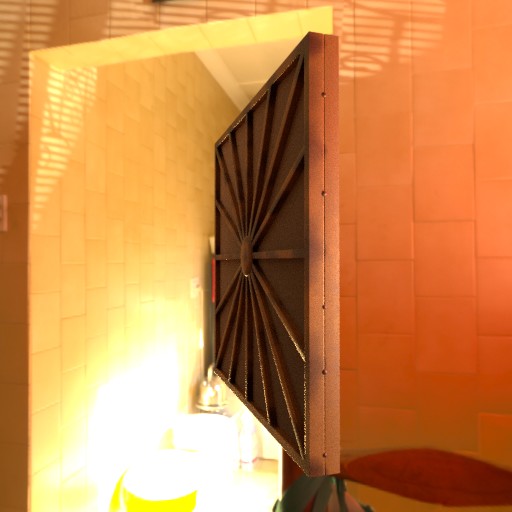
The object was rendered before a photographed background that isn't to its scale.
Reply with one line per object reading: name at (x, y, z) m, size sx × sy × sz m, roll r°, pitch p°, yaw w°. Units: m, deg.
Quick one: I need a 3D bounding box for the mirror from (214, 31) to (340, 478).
mirror at (0.000, 0.000, 0.750) m, size 0.042 × 0.507 × 0.509 m, roll 0°, pitch -1°, yaw -18°
